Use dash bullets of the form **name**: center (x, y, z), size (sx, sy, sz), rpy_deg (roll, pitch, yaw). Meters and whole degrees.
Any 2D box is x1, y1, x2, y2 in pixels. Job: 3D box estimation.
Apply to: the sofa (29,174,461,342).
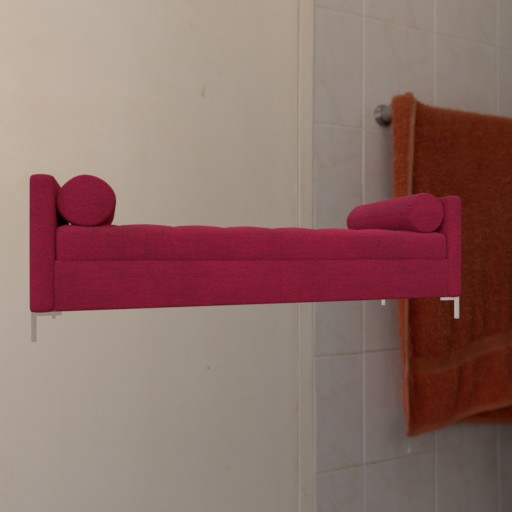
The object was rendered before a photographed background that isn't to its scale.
- **sofa**: center (0.000, 0.000, 2.257), size (1.981, 0.635, 0.686), rpy_deg (0, 0, -18)
